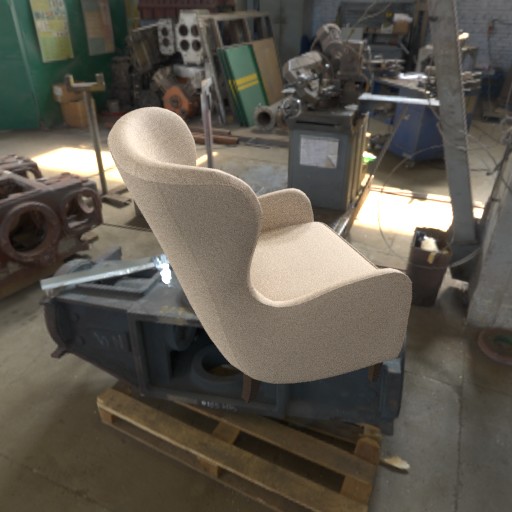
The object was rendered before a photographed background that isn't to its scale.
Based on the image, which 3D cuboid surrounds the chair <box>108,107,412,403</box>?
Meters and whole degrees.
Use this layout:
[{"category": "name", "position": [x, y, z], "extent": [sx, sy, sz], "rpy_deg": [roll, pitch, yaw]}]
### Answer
[{"category": "chair", "position": [0.000, 0.000, 1.789], "extent": [0.984, 1.064, 0.861], "rpy_deg": [-11, 32, -18]}]
